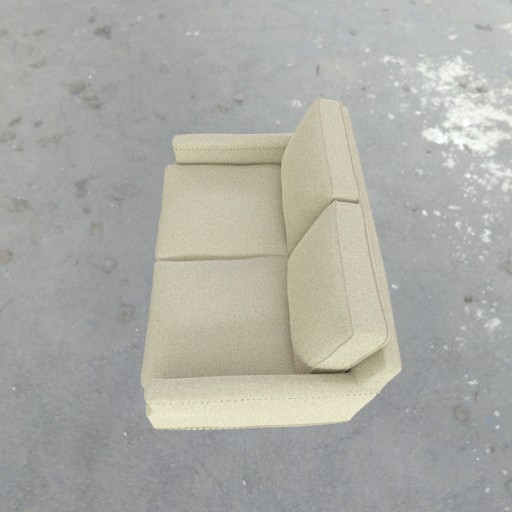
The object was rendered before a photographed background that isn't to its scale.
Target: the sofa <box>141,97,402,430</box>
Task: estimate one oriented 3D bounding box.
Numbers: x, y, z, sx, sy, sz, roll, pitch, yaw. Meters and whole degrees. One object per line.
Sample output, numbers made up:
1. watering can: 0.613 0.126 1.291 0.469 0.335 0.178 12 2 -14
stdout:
1. sofa: 0.000 0.000 2.348 1.084 1.003 1.597 -1 57 -1
